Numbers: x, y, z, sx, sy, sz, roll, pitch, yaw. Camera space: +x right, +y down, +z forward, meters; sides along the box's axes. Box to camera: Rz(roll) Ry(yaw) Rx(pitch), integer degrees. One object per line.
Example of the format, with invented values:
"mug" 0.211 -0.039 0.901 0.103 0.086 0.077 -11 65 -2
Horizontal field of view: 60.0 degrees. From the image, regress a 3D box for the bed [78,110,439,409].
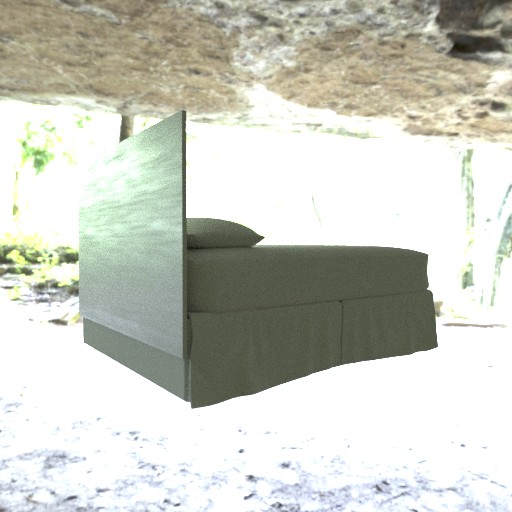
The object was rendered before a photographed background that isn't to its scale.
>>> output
"bed" 0.000 0.000 3.261 2.094 1.335 1.745 -1 1 -37
